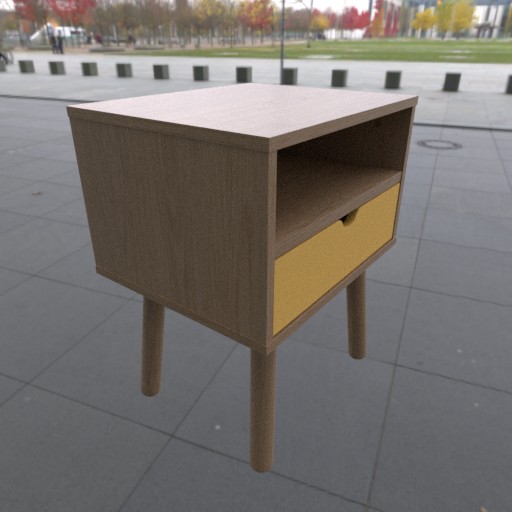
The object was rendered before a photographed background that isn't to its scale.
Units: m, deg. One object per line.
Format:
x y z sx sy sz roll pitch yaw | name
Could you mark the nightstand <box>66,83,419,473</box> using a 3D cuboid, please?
0.000 0.000 0.855 0.380 0.571 0.450 19 32 33 | nightstand
